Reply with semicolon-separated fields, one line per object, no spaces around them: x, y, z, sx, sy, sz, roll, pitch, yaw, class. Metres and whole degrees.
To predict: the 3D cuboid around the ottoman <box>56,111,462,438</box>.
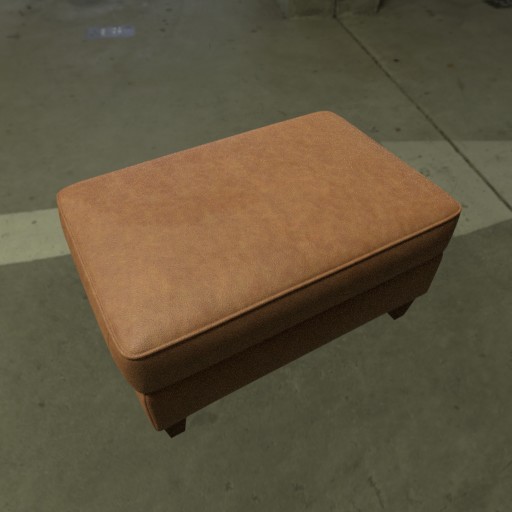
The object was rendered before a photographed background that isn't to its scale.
0.000;0.000;1.203;0.864;0.483;0.584;-22;50;-20;ottoman
